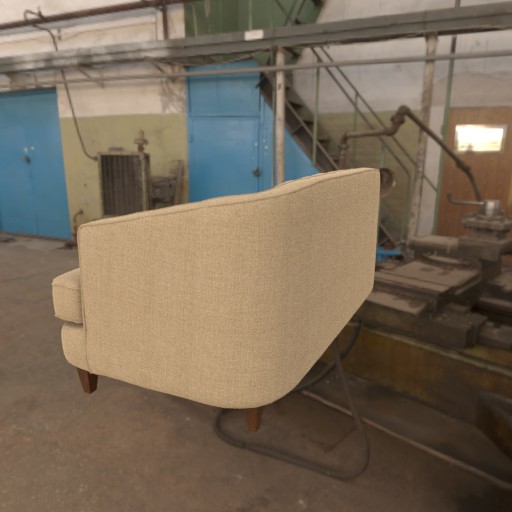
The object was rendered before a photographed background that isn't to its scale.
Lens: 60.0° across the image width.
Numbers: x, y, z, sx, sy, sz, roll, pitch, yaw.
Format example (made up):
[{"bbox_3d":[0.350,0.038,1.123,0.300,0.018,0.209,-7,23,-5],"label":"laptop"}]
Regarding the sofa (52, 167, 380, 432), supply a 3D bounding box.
[{"bbox_3d":[0.000,0.000,2.222,0.941,0.855,1.733,7,16,26],"label":"sofa"}]
